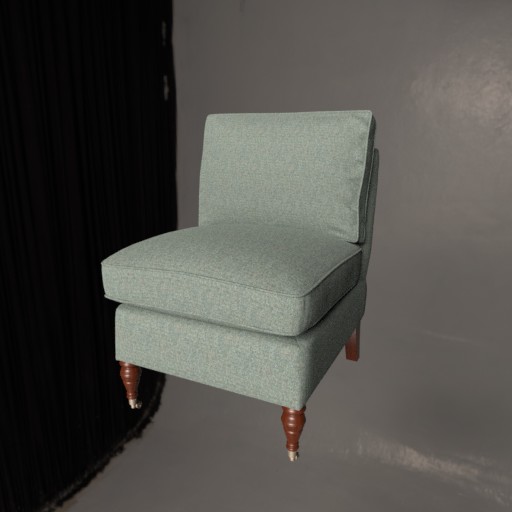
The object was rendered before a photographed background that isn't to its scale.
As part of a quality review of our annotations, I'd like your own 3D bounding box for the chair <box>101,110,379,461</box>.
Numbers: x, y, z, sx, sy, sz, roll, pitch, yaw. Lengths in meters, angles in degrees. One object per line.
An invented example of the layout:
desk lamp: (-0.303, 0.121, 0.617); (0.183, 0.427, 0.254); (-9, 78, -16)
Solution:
chair: (0.000, 0.000, 1.428); (0.624, 0.901, 0.796); (7, 17, 25)
